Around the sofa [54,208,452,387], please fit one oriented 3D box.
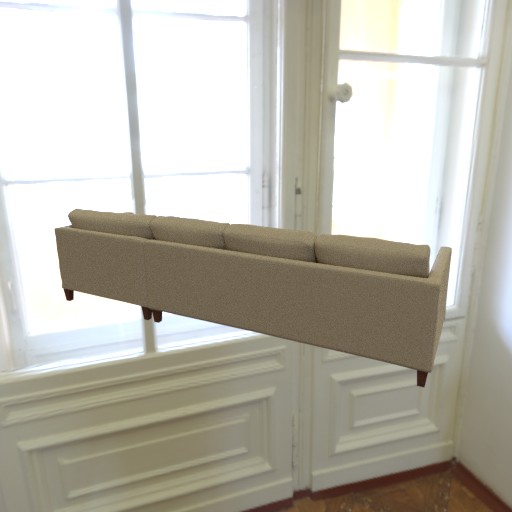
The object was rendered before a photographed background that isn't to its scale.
[{"bbox_3d":[0.000,0.000,3.950,3.186,0.861,1.625,8,18,26],"label":"sofa"}]
